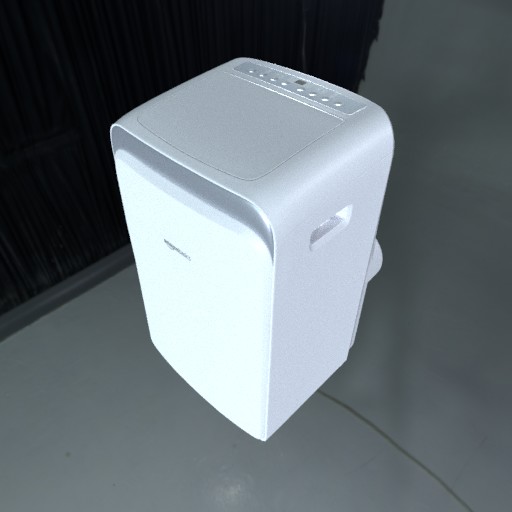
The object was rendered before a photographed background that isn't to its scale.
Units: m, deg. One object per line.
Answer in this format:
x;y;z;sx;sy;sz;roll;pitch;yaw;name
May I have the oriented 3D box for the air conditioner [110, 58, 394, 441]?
0.000;0.000;1.062;0.478;0.765;0.467;33;53;29;air conditioner
